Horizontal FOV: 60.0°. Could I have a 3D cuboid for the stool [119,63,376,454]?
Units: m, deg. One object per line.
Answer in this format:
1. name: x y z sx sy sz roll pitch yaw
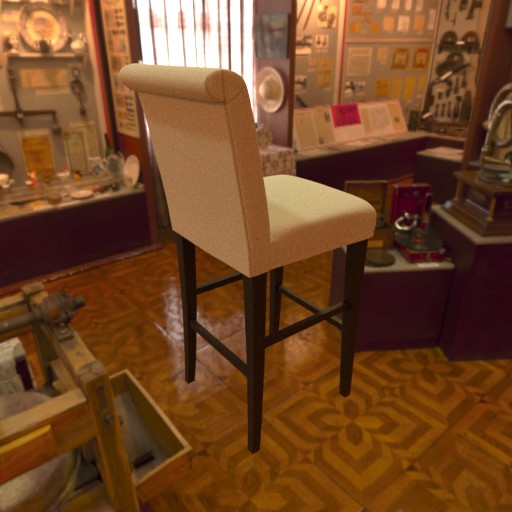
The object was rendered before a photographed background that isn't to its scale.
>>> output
1. stool: 0.000 0.000 1.411 0.597 1.124 0.452 -18 30 -33
